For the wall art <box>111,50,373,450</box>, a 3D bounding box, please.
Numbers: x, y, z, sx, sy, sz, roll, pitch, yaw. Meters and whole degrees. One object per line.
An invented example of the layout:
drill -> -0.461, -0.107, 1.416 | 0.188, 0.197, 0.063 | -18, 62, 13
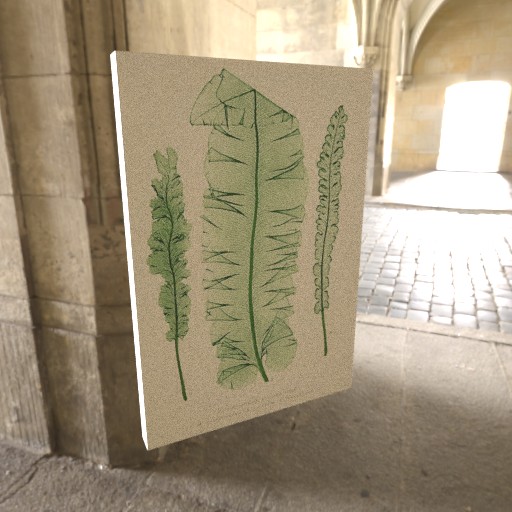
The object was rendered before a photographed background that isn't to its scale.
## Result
wall art -> 0.000, 0.000, 0.754 | 0.418, 0.608, 0.038 | -8, 18, -25
